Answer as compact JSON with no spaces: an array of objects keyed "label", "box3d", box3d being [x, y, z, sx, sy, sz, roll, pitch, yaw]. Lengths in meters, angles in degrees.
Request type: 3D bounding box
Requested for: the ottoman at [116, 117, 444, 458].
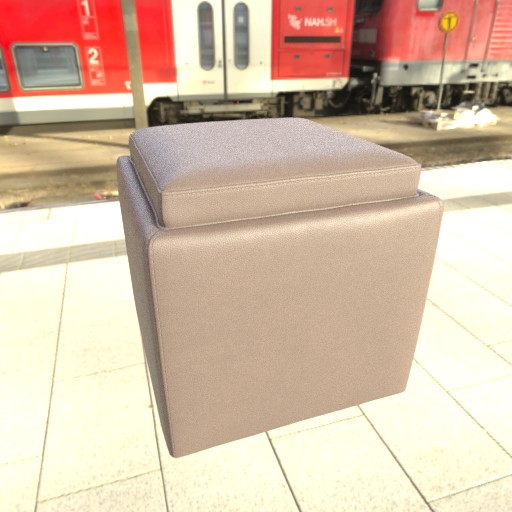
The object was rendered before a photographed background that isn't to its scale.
[{"label":"ottoman","box3d":[0.000,0.000,0.833,0.451,0.460,0.450,-9,28,-18]}]
